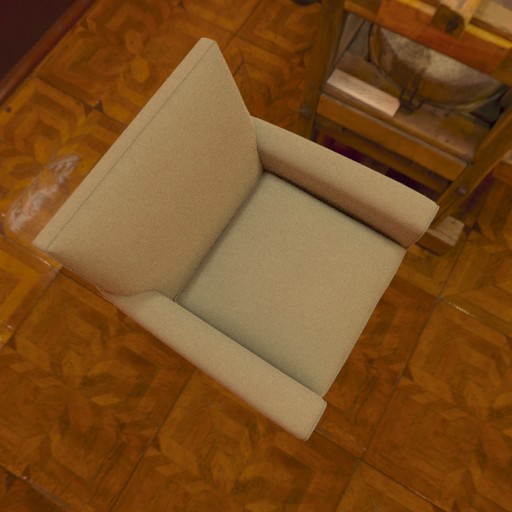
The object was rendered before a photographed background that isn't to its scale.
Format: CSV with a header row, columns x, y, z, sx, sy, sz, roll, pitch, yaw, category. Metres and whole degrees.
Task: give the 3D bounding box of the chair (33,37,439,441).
x,y,z,sx,sy,sz,roll,pitch,yaw,category
0.000,0.000,1.539,0.871,0.846,0.840,32,76,9,chair
